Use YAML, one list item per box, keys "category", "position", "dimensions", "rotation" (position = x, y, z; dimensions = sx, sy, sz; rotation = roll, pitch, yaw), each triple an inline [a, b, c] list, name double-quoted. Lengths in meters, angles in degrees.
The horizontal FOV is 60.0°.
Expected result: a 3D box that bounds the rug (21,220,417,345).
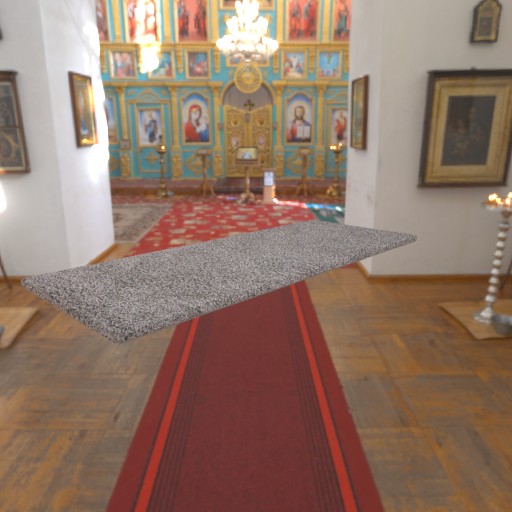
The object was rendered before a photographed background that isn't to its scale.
- category: "rug"
  position: [0.000, 0.000, 1.728]
  dimensions: [0.609, 0.030, 1.524]
  rotation: [14, 20, 43]
